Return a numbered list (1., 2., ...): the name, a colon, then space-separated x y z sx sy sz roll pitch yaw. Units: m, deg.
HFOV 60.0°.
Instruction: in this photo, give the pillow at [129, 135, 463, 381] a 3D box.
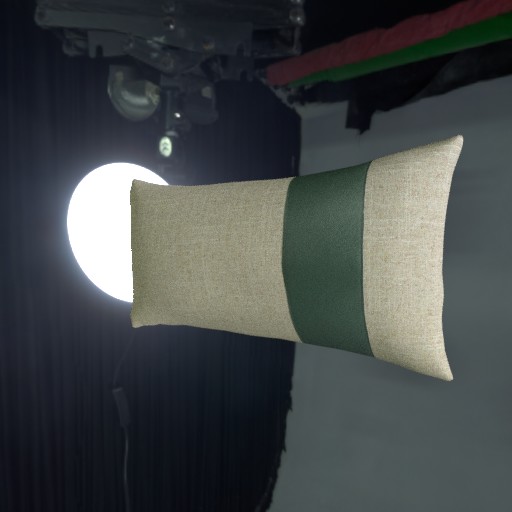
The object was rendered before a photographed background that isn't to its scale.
1. pillow: 0.000 0.000 1.005 0.859 0.429 0.197 1 1 35
